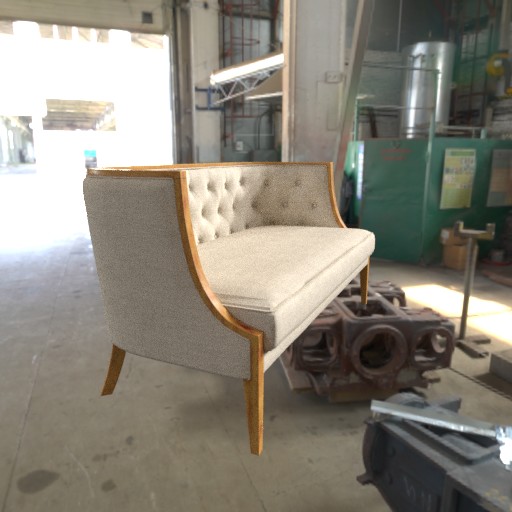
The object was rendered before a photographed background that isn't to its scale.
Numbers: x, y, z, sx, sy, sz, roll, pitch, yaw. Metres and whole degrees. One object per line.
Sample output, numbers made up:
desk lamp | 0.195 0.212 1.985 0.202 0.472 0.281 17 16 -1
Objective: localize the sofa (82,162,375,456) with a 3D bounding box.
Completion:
sofa | 0.000 0.000 1.924 0.770 0.775 1.474 6 14 25
